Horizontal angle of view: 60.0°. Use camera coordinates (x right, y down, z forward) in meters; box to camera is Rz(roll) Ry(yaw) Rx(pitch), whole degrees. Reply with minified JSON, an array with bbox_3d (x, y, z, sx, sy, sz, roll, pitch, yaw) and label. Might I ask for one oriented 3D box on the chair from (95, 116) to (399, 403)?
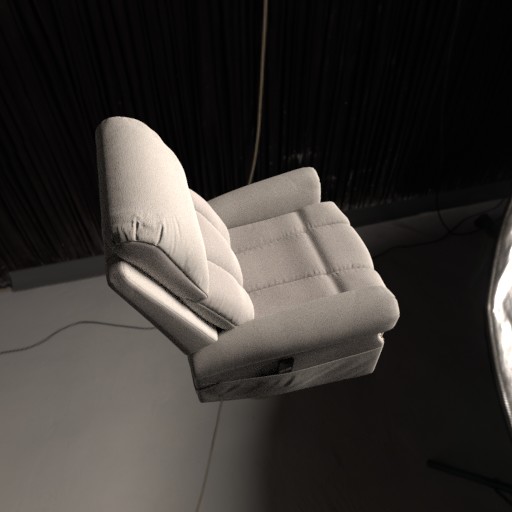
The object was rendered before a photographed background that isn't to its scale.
[{"bbox_3d":[0.000,0.000,1.712,0.979,1.031,0.871,-12,48,-11],"label":"chair"}]
